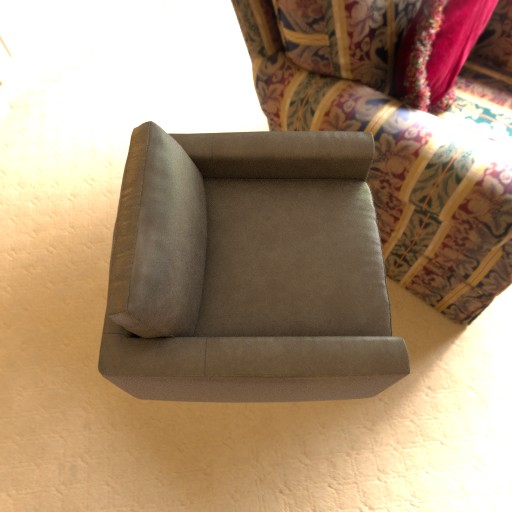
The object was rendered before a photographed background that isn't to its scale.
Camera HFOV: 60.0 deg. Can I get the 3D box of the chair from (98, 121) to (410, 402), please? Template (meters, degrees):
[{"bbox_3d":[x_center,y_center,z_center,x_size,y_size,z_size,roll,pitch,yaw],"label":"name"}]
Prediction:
[{"bbox_3d":[0.000,0.000,1.859,1.080,0.807,1.106,0,63,0],"label":"chair"}]
